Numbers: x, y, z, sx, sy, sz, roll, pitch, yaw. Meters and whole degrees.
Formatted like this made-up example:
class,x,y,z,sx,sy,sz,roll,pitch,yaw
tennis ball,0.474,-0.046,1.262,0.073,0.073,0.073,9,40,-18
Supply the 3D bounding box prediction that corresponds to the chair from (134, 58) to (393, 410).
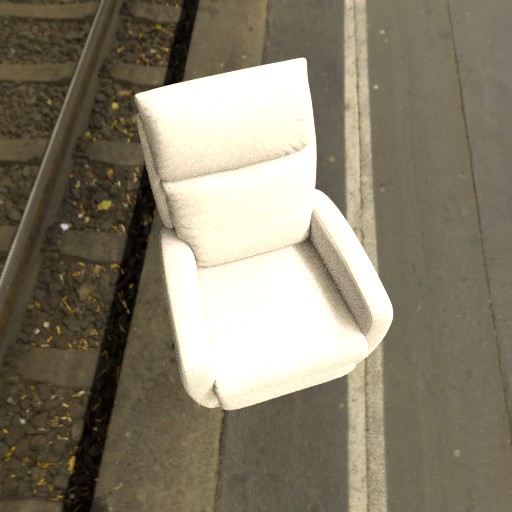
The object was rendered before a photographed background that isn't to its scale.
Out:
class,x,y,z,sx,sy,sz,roll,pitch,yaw
chair,0.000,0.000,1.708,0.812,1.015,0.941,-15,65,-7
